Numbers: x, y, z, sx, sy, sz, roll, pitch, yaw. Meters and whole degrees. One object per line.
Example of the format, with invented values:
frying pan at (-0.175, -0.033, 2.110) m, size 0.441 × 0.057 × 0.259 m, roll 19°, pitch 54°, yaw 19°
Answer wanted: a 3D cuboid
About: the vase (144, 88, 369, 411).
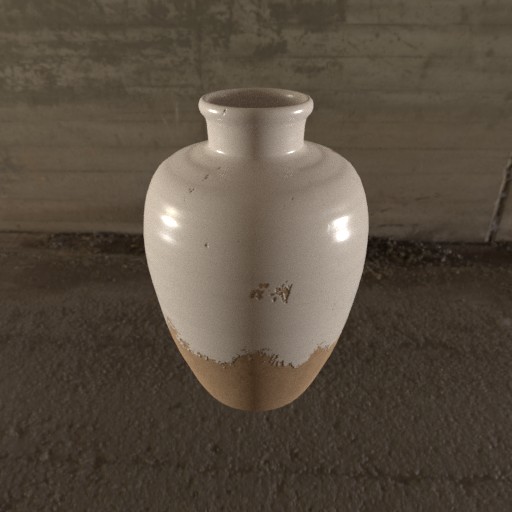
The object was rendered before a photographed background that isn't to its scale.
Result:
vase at (0.000, 0.000, 0.332) m, size 0.158 × 0.228 × 0.158 m, roll 0°, pitch 30°, yaw 0°
